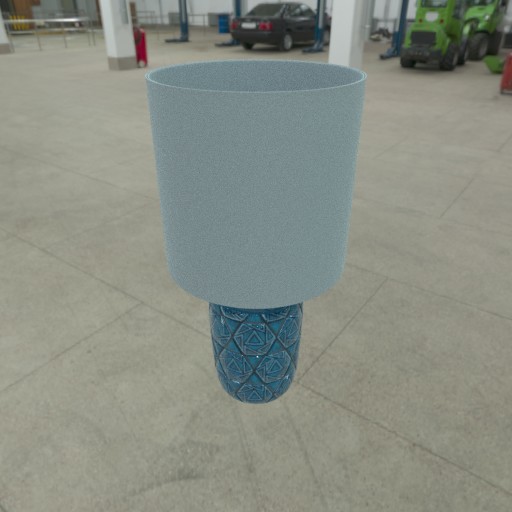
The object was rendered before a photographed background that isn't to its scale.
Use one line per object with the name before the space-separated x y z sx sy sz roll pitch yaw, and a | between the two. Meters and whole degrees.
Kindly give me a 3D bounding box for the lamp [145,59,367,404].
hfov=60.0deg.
lamp | 0.000 0.000 0.488 0.193 0.377 0.193 0 30 1
